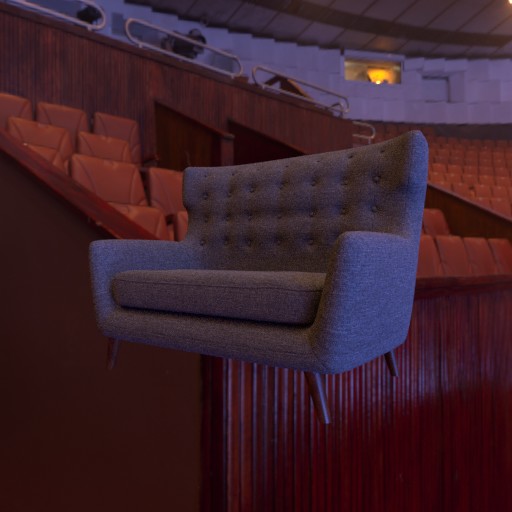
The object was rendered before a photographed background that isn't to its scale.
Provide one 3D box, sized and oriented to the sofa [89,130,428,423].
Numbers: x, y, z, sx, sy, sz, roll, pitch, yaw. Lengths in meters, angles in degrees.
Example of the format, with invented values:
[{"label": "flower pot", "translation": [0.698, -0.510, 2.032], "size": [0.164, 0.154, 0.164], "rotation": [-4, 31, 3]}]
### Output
[{"label": "sofa", "translation": [0.000, 0.000, 2.002], "size": [1.358, 1.028, 0.874], "rotation": [0, 0, 36]}]
